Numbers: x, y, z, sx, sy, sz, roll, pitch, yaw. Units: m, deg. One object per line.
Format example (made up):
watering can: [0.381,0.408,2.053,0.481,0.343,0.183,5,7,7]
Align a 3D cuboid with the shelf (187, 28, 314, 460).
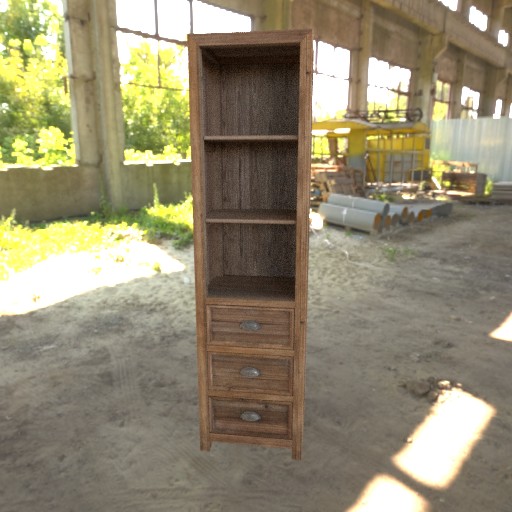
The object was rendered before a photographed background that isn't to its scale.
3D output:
shelf: [0.000,0.000,2.145,0.500,1.900,0.428,2,13,8]
